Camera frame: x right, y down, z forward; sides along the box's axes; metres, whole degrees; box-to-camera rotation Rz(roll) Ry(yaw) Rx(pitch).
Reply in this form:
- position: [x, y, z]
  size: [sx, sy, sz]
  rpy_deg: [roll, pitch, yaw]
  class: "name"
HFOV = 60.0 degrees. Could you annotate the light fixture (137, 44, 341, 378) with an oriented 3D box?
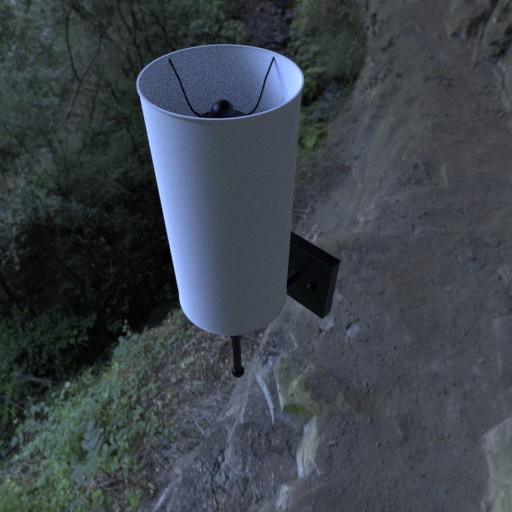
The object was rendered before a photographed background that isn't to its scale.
- position: [0.000, 0.000, 0.529]
  size: [0.128, 0.462, 0.208]
  rpy_deg: [34, 55, 28]
  class: "light fixture"
